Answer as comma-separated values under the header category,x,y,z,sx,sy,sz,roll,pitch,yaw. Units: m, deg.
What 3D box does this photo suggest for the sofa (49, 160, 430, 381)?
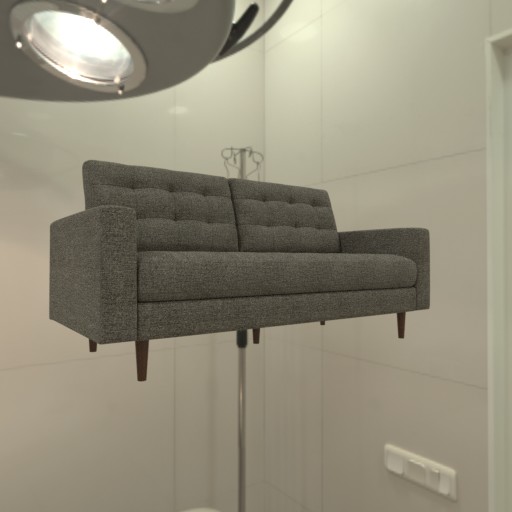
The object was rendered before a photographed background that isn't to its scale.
category,x,y,z,sx,sy,sz,roll,pitch,yaw
sofa,0.000,0.000,2.292,1.821,0.902,0.863,0,-1,-36
